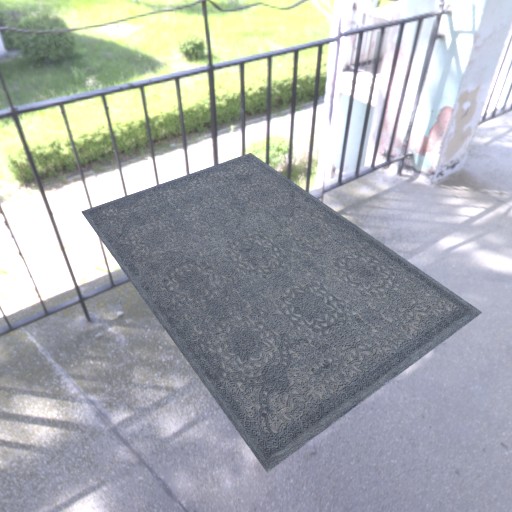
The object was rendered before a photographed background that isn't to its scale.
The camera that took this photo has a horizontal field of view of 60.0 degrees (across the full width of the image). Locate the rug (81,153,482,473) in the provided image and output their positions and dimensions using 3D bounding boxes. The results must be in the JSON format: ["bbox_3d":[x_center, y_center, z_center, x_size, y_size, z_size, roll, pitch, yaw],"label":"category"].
[{"bbox_3d":[0.000,0.000,2.295,1.208,0.012,1.819,-25,47,-26],"label":"rug"}]
